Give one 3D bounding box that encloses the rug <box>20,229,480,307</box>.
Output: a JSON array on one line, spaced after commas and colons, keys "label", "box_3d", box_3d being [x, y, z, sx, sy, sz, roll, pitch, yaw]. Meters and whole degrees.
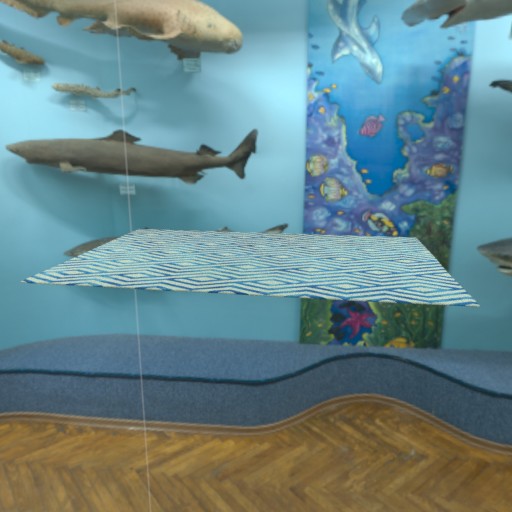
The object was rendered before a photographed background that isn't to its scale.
[{"label": "rug", "box_3d": [0.000, 0.000, 2.319, 1.830, 0.008, 1.225, 2, 14, 9]}]
